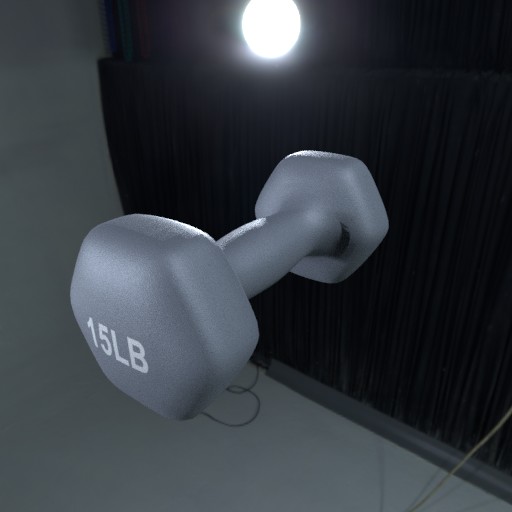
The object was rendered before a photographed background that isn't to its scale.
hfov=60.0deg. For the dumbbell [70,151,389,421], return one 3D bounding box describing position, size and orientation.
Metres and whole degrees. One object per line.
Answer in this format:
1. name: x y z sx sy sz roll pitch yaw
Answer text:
1. dumbbell: 0.000 0.000 0.307 0.116 0.105 0.240 18 31 32
